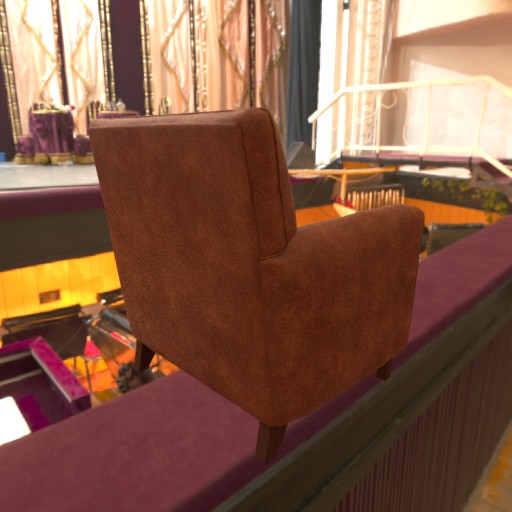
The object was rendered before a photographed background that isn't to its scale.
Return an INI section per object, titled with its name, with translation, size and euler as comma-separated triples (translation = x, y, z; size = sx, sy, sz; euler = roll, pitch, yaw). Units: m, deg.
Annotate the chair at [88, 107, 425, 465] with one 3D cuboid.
[chair]
translation = 0.000, 0.000, 1.581
size = 0.823, 0.943, 0.870
euler = -14, 20, -42
